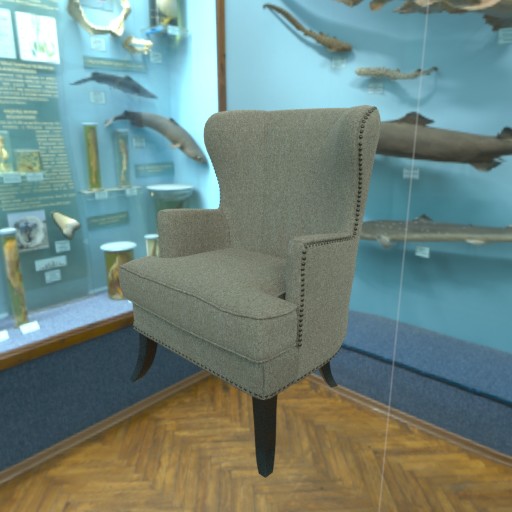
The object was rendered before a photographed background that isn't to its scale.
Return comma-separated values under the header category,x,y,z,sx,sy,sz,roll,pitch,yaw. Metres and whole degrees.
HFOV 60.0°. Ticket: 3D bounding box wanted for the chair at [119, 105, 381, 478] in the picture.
category,x,y,z,sx,sy,sz,roll,pitch,yaw
chair,0.000,0.000,1.648,0.759,1.060,0.758,15,22,42
